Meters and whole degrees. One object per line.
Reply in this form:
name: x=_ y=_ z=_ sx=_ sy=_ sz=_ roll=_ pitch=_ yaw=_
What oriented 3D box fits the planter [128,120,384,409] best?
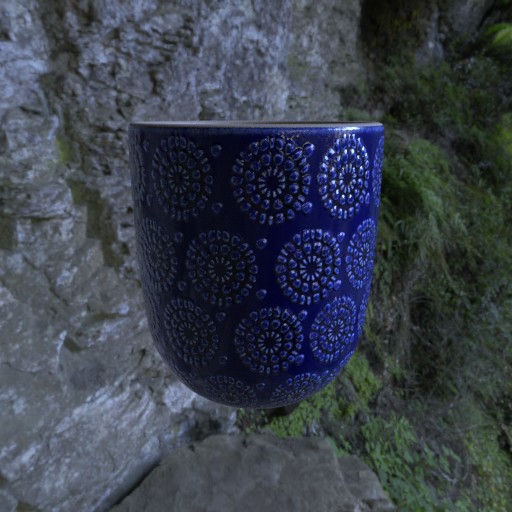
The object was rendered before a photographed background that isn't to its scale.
planter: x=0.000 y=0.000 z=0.356 sx=0.184 sy=0.206 sz=0.184 roll=0 pitch=18 yaw=0
